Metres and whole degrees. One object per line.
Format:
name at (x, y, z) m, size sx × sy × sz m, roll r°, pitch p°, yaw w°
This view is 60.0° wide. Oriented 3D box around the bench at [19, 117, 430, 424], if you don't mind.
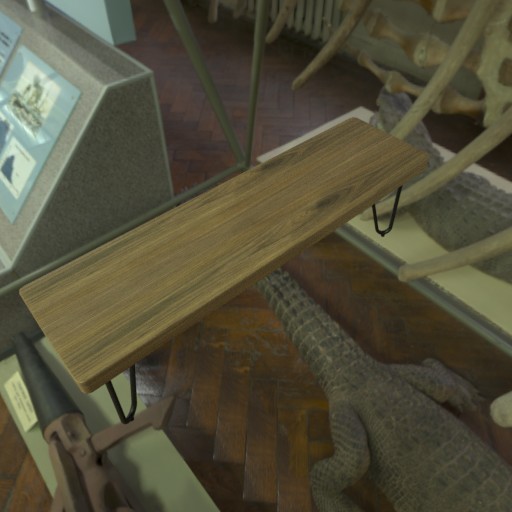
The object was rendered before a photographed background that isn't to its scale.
bench at (0.000, 0.000, 1.761) m, size 1.570 × 0.462 × 0.425 m, roll -32°, pitch 55°, yaw -27°
